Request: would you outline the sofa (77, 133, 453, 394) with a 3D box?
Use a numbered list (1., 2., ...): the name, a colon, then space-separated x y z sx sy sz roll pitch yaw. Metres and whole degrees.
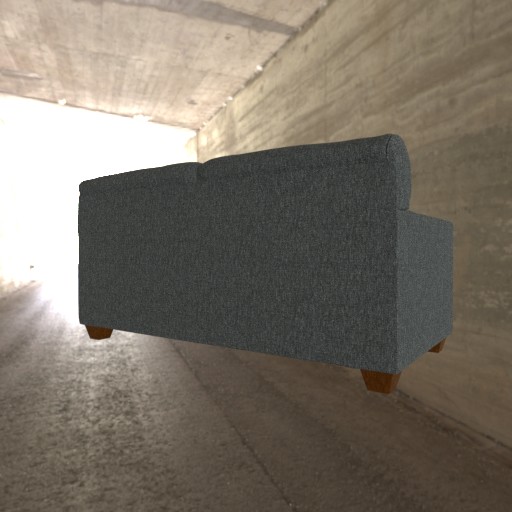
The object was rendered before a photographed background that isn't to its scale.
1. sofa: 0.000 0.000 2.418 1.846 0.958 0.998 1 1 35
